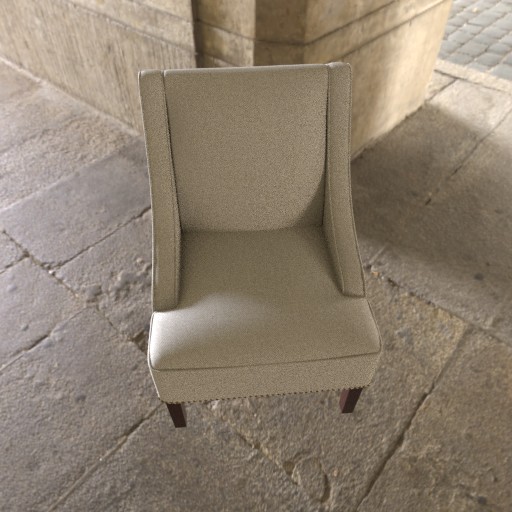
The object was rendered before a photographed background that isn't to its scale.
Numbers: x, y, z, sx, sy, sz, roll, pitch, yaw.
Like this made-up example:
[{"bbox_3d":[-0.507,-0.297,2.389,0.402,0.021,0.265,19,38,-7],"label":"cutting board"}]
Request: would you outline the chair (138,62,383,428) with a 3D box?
[{"bbox_3d":[0.000,0.000,1.371,0.628,0.872,0.748,-4,47,-3],"label":"chair"}]
